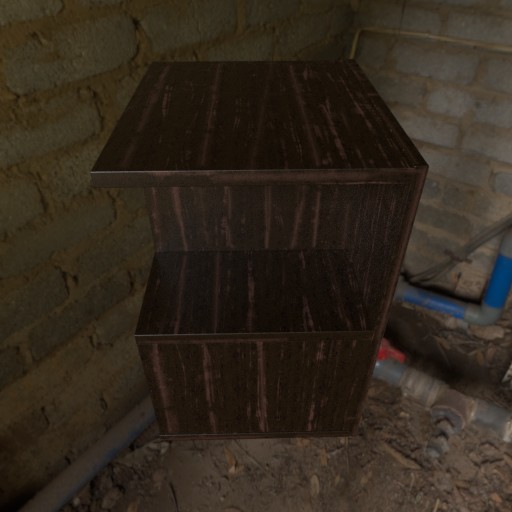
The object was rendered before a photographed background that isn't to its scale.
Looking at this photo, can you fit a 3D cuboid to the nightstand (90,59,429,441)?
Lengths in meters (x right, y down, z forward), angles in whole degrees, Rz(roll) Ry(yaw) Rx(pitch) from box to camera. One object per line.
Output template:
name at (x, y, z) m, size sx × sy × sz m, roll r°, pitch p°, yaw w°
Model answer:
nightstand at (0.000, 0.000, 0.794) m, size 0.356 × 0.559 × 0.400 m, roll -1°, pitch 39°, yaw -1°
